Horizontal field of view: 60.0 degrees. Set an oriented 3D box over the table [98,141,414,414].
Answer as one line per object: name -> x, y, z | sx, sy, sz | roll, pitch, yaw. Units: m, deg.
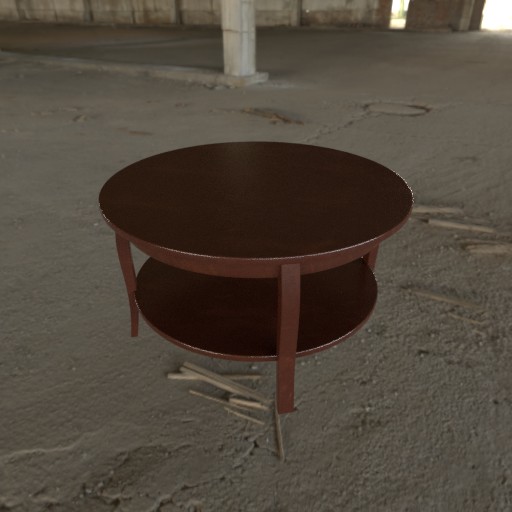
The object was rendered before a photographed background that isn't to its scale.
table -> 0.000, 0.000, 1.465 | 0.911, 0.512, 0.911 | 0, 30, 0
